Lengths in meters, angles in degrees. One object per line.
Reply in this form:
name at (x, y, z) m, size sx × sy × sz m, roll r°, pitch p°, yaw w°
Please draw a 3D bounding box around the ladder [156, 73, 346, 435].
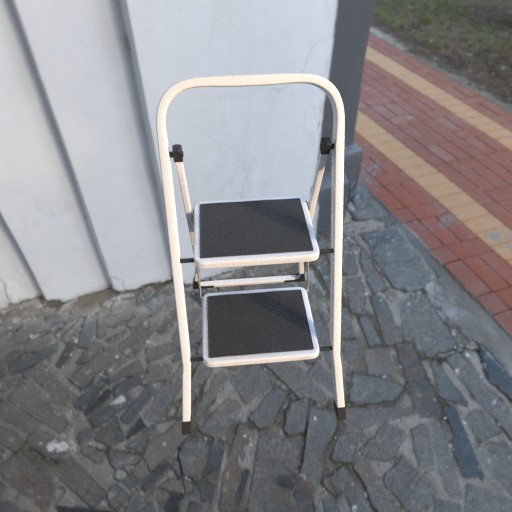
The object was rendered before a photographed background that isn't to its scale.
ladder at (0.000, 0.000, 1.134) m, size 0.460 × 0.810 × 0.544 m, roll -4°, pitch 46°, yaw -4°
